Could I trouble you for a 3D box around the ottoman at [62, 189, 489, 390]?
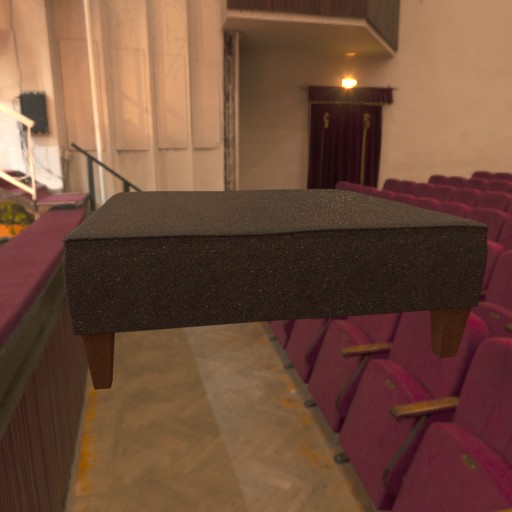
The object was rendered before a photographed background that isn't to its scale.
[{"bbox_3d":[0.000,0.000,1.492,1.004,0.382,0.968,-3,14,-10],"label":"ottoman"}]
